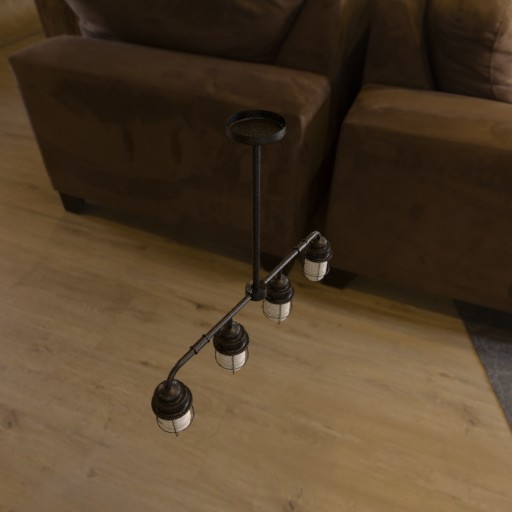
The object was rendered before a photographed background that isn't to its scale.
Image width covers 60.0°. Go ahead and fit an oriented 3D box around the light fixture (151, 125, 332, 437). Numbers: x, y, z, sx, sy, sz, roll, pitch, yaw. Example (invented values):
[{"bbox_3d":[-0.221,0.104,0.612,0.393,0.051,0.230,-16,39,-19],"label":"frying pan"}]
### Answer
[{"bbox_3d":[0.000,0.000,1.231,0.131,0.785,0.852,27,48,26],"label":"light fixture"}]
